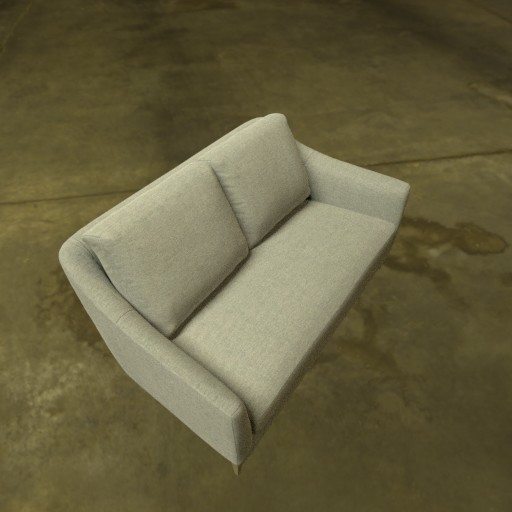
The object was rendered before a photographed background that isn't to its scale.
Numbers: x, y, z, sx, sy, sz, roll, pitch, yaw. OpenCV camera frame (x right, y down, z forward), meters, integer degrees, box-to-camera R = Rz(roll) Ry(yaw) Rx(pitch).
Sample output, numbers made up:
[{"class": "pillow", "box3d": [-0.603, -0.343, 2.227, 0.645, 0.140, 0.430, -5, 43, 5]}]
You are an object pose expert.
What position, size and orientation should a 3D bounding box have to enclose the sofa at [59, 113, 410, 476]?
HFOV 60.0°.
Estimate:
[{"class": "sofa", "box3d": [0.000, 0.000, 2.183, 0.960, 0.904, 1.619, 25, 48, 25]}]
